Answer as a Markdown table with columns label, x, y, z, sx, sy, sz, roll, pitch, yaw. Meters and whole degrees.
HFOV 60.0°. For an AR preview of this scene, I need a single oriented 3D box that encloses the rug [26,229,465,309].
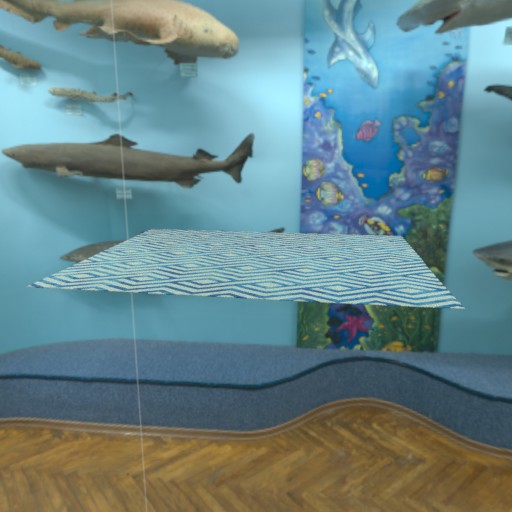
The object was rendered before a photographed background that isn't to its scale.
| label | x | y | z | sx | sy | sz | roll | pitch | yaw |
| --- | --- | --- | --- | --- | --- | --- | --- | --- | --- |
| rug | 0.000 | 0.000 | 4.212 | 3.059 | 0.008 | 2.453 | 2 | 14 | 8 |
